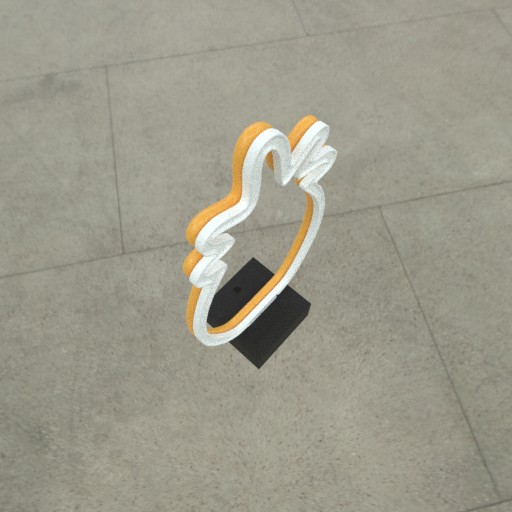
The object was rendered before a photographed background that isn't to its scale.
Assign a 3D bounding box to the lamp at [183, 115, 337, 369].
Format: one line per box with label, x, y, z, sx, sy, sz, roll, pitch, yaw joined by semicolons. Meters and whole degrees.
lamp;0.000;0.000;0.389;0.088;0.317;0.167;39;69;18
